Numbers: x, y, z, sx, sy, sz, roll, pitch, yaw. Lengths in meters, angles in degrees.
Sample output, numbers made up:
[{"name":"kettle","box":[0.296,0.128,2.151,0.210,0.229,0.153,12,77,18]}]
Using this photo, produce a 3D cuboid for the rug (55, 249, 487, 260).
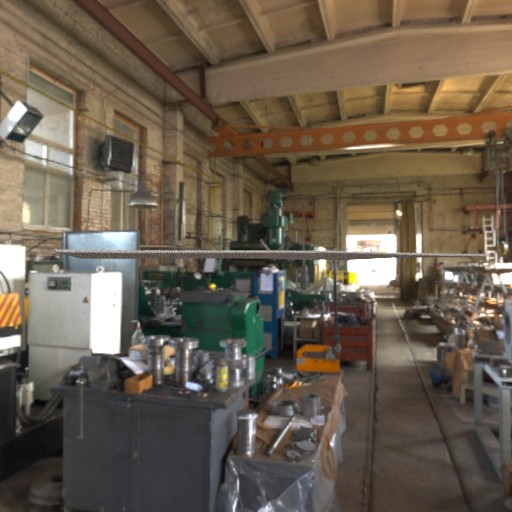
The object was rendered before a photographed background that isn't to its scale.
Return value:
[{"name":"rug","box":[0.000,0.000,2.976,2.307,0.030,1.604,0,-1,-18]}]
